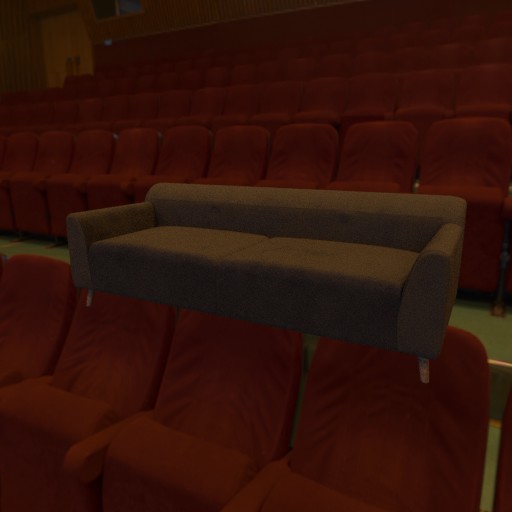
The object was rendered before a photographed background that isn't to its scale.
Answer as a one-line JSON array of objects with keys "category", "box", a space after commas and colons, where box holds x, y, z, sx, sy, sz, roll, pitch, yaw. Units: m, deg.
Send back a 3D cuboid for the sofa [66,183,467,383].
[{"category": "sofa", "box": [0.000, 0.000, 2.648, 2.190, 0.740, 0.900, 7, 15, 27]}]
